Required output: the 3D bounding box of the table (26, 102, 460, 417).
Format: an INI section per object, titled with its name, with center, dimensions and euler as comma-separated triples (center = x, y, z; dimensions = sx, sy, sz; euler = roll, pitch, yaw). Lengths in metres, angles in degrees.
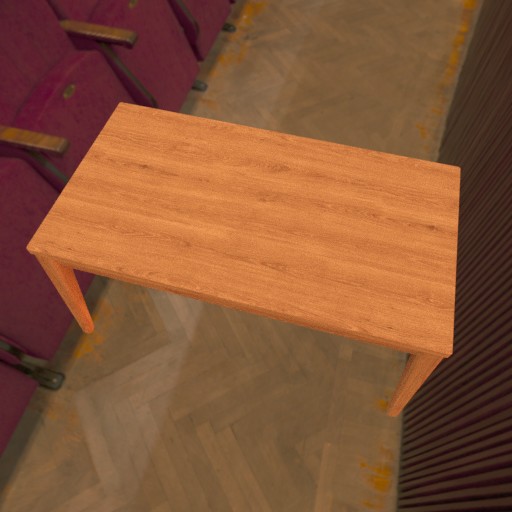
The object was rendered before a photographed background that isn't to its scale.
[table]
center = 0.000, 0.000, 2.066
dimensions = 1.600, 0.760, 0.900
euler = 13, 59, 8
